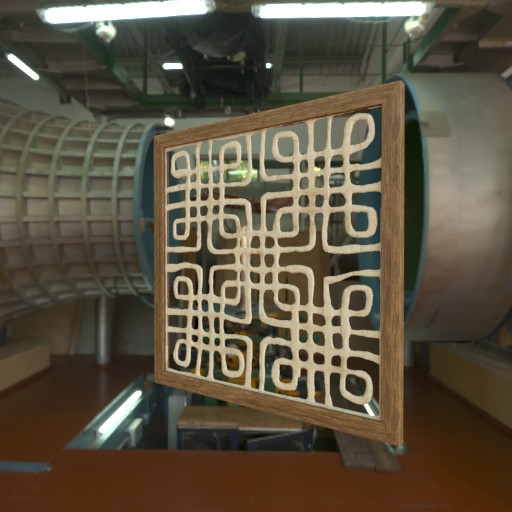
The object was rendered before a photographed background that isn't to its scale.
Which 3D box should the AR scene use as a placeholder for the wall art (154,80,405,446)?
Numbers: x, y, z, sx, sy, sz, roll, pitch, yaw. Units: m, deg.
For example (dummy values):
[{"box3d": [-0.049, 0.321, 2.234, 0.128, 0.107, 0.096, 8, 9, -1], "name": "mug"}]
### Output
[{"box3d": [0.000, 0.000, 0.851, 0.561, 0.582, 0.021, 1, 1, 36], "name": "wall art"}]
